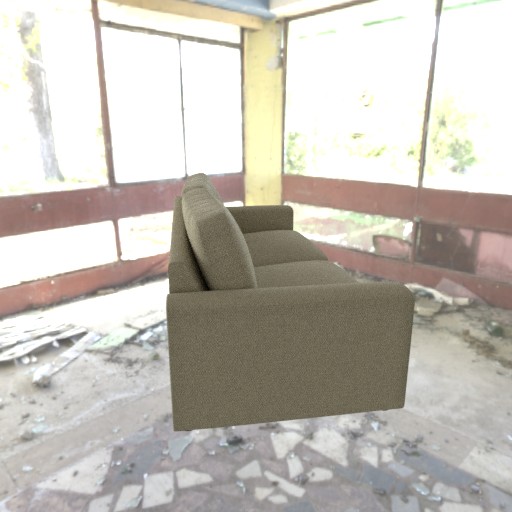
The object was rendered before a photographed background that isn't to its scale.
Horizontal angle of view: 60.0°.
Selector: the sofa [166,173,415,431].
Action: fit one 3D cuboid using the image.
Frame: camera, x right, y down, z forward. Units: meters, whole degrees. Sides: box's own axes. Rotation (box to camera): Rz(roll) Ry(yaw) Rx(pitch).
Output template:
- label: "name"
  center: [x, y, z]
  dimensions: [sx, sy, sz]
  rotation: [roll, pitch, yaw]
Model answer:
- label: "sofa"
  center: [0.000, 0.000, 2.742]
  dimensions: [1.016, 0.873, 2.179]
  rotation: [-3, 16, -9]
